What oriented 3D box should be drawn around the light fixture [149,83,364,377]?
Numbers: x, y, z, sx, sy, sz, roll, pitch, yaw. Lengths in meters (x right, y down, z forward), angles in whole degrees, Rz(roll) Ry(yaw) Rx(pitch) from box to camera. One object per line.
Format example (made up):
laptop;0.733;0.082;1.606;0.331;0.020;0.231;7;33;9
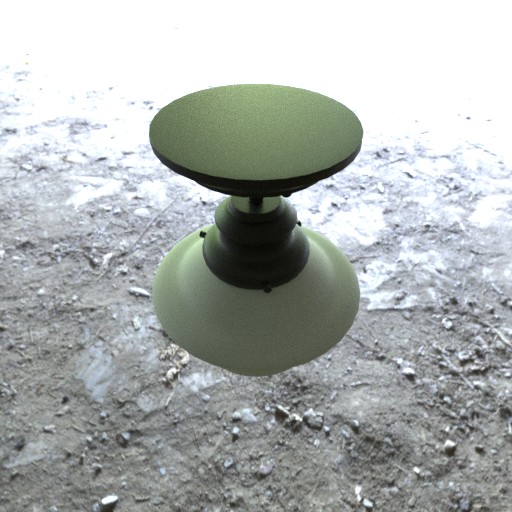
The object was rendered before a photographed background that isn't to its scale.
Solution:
light fixture;0.000;0.000;0.401;0.197;0.254;0.197;0;42;0
